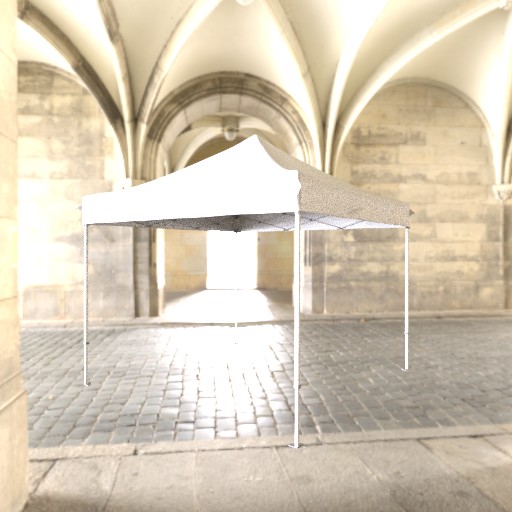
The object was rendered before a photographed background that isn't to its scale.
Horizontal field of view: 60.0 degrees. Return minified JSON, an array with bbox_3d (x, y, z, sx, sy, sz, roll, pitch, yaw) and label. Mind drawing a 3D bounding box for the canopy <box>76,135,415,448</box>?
[{"bbox_3d":[0.000,0.000,5.496,2.994,2.998,2.996,0,1,36],"label":"canopy"}]
